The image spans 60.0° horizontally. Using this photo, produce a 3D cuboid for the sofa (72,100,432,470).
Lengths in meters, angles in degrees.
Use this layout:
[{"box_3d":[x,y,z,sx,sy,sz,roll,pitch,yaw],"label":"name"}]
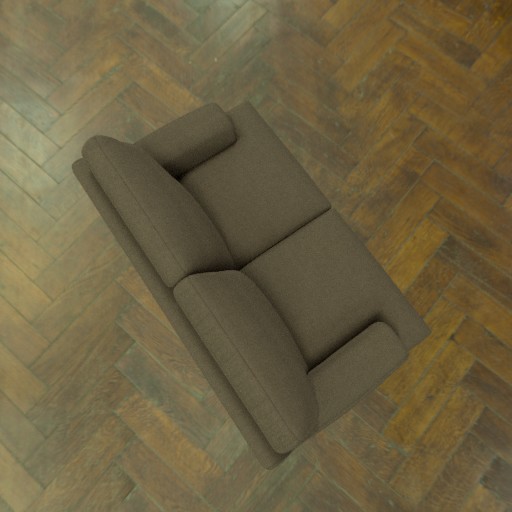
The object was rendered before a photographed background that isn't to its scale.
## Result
[{"box_3d":[0.000,0.000,2.489,1.140,0.950,1.869,-34,77,-9],"label":"sofa"}]
